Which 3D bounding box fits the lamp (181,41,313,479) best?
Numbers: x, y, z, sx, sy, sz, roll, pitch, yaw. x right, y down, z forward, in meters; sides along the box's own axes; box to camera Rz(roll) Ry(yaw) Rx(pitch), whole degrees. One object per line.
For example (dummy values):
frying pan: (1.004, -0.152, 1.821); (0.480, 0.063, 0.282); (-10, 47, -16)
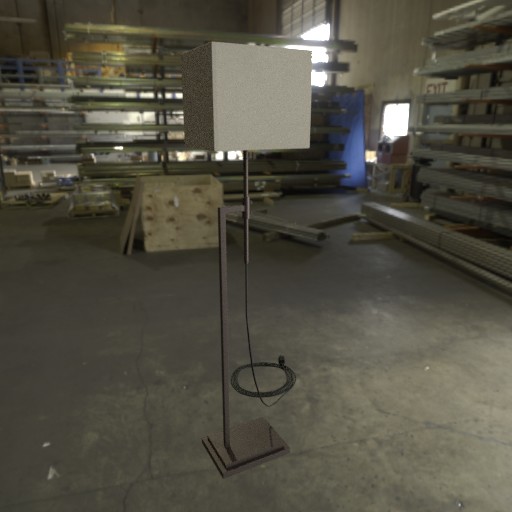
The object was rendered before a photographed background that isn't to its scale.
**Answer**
lamp: (0.000, 0.000, 1.996); (0.698, 1.600, 0.774); (-9, 19, -26)
